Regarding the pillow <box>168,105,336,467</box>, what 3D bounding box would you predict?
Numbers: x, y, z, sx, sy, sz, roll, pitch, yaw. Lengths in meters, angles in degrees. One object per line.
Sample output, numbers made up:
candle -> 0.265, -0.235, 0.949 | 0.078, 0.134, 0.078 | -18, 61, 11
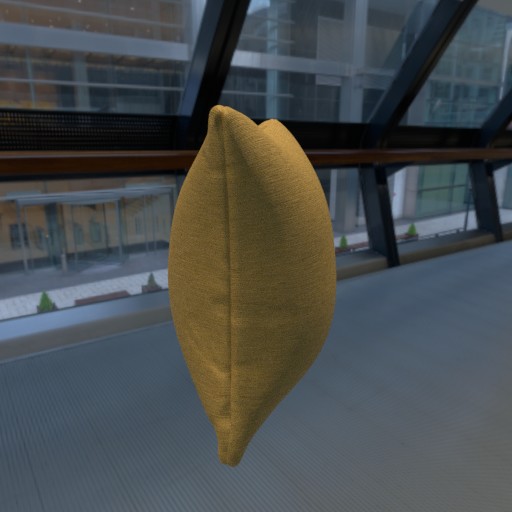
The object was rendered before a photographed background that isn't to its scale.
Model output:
pillow -> 0.000, 0.000, 0.682 | 0.247, 0.417, 0.435 | 3, 16, 9
